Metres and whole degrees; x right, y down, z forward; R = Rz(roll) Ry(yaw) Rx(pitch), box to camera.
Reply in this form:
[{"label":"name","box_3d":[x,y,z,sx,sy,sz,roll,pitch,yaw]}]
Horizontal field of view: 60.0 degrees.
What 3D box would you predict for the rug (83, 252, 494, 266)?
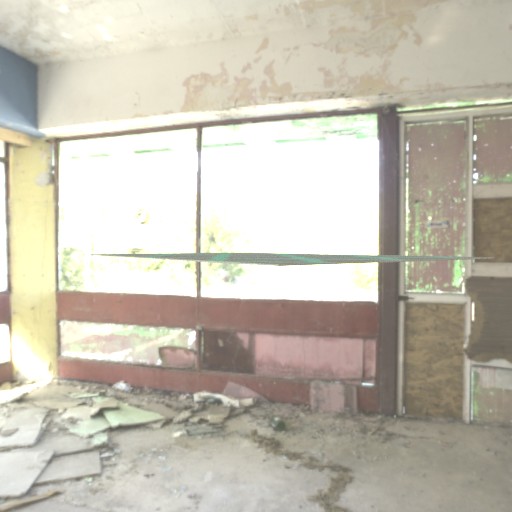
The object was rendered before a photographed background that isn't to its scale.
[{"label":"rug","box_3d":[0.000,0.000,2.867,1.524,0.006,2.286,-1,2,-37]}]
